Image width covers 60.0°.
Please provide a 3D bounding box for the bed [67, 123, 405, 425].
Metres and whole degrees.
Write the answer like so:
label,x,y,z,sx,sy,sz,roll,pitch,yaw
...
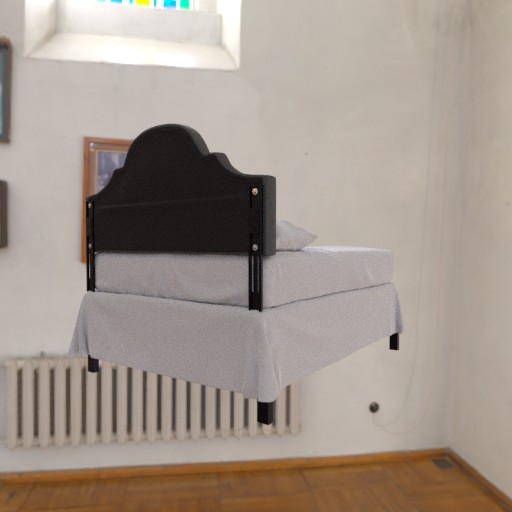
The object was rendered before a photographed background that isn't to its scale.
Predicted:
label,x,y,z,sx,sy,sz,roll,pitch,yaw
bed,0.000,0.000,3.468,1.780,1.634,2.222,1,2,36
